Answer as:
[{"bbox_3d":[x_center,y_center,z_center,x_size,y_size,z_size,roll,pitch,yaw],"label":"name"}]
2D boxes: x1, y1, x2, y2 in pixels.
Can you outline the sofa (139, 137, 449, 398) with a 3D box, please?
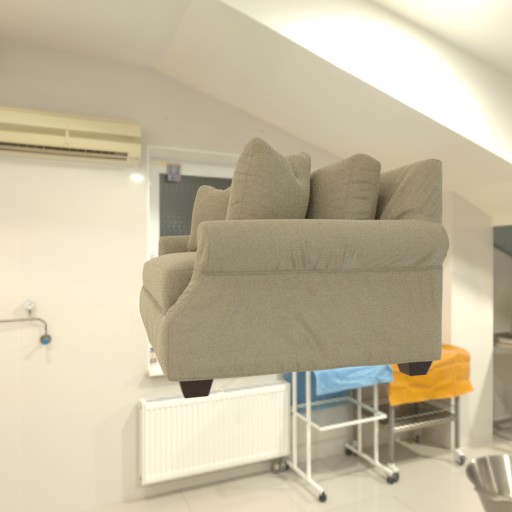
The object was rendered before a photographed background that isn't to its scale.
[{"bbox_3d":[0.000,0.000,2.202,1.070,0.905,1.550,0,0,-18],"label":"sofa"}]
